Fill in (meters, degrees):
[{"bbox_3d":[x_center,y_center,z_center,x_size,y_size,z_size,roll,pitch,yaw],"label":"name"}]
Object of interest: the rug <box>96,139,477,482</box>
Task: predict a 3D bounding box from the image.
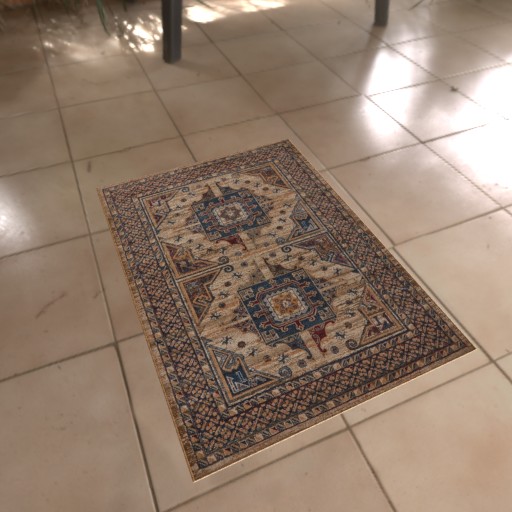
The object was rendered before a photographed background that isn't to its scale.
[{"bbox_3d":[0.000,0.000,2.849,1.611,0.008,2.227,-18,50,-16],"label":"rug"}]
